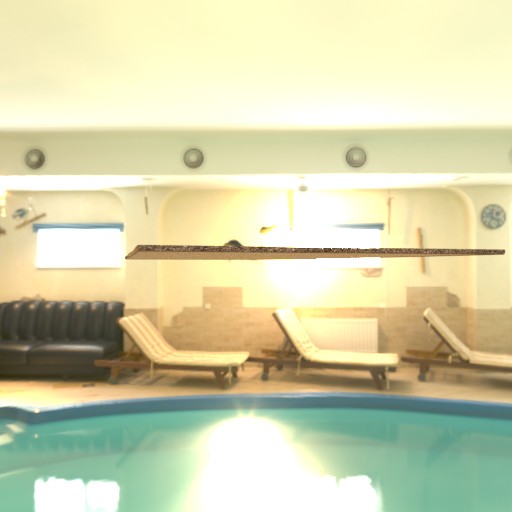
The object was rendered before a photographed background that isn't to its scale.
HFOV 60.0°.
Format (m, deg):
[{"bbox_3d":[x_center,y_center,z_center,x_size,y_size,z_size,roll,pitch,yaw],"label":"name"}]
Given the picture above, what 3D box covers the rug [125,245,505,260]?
[{"bbox_3d":[0.000,0.000,3.251,1.802,0.026,2.699,0,-1,-17],"label":"rug"}]
